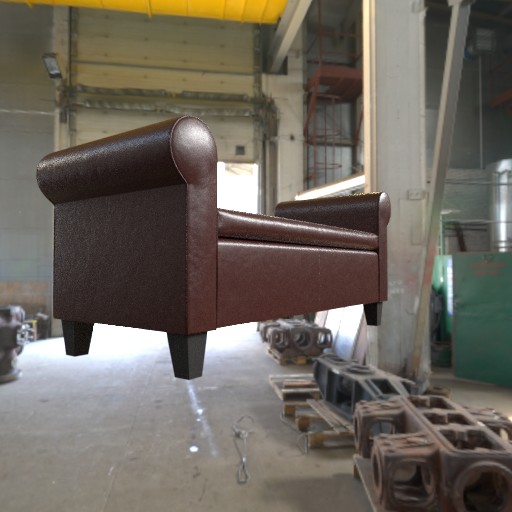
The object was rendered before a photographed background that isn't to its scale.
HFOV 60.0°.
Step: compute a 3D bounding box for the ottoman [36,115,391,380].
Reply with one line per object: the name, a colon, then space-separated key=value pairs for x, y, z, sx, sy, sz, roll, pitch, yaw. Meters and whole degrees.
ottoman: x=0.000 y=0.000 z=1.506 sx=0.521 sy=0.547 sz=1.256 roll=-1 pitch=-2 yaw=36
